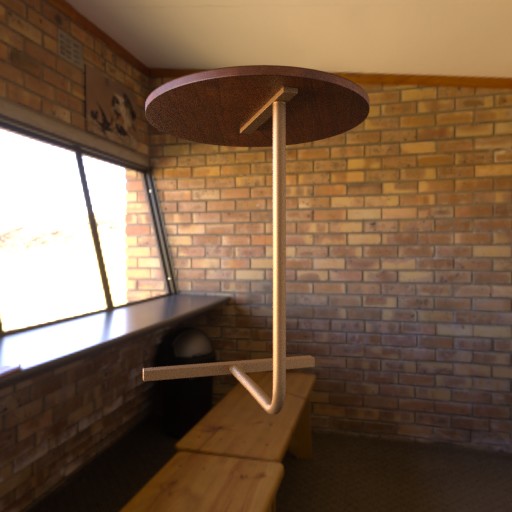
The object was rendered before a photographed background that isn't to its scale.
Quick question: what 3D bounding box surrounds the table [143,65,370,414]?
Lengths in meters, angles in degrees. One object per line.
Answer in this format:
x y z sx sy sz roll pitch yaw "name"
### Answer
0.000 0.000 1.101 0.530 0.706 0.577 0 1 -17 "table"
